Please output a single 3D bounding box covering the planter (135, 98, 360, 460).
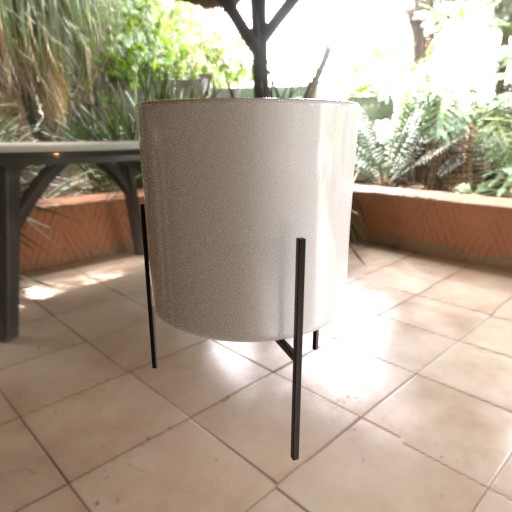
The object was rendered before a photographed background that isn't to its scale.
[{"bbox_3d":[0.000,0.000,0.742,0.360,0.480,0.361,16,22,42],"label":"planter"}]
